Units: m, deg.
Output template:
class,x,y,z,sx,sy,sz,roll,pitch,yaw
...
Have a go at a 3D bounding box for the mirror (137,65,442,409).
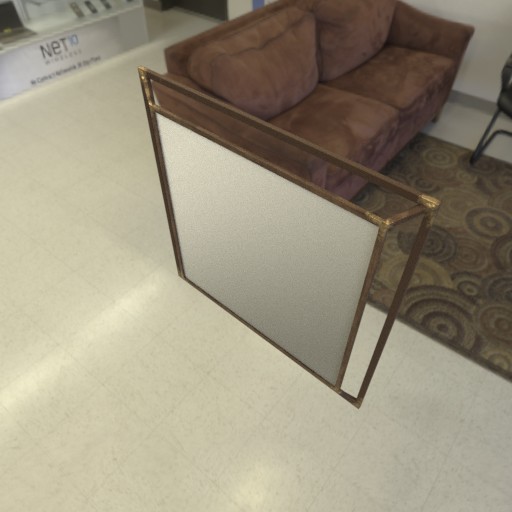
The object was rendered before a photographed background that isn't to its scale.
class,x,y,z,sx,sy,sz,roll,pitch,yaw
mirror,0.000,0.000,0.924,0.610,0.610,0.032,33,55,27
